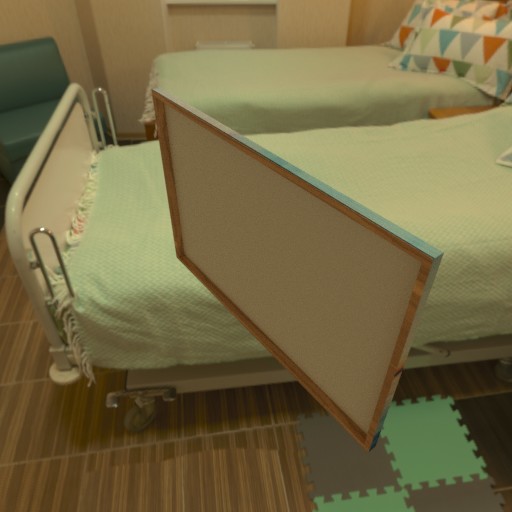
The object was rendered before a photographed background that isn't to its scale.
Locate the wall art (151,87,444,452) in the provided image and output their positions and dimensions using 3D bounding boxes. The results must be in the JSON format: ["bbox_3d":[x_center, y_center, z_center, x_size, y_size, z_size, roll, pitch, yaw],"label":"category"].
[{"bbox_3d":[0.000,0.000,0.759,0.018,0.402,0.604,-26,47,-28],"label":"wall art"}]
